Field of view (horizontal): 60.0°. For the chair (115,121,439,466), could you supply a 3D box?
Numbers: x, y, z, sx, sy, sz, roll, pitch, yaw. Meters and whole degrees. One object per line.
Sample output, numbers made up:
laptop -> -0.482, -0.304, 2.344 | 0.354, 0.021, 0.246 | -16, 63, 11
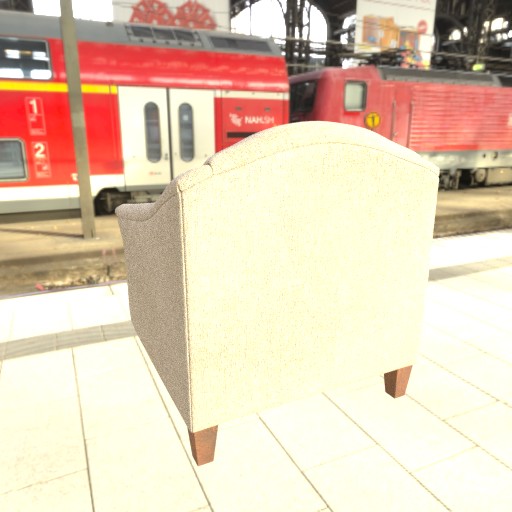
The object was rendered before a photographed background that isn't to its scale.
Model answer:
chair -> 0.000, 0.000, 1.464 | 0.763, 0.839, 0.787 | -8, 17, -26
